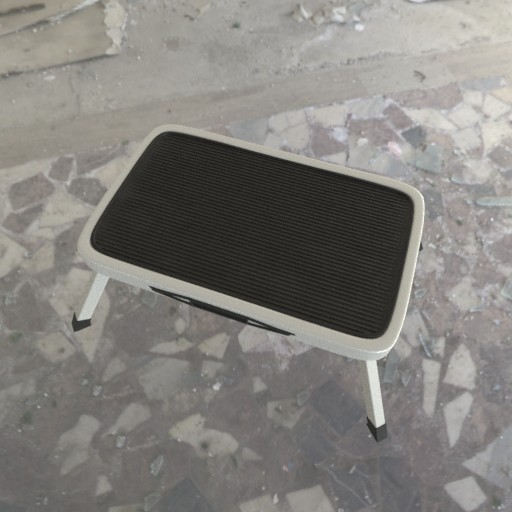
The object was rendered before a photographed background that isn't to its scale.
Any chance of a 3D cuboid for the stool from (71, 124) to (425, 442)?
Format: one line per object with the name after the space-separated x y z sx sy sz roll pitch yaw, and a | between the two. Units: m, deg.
0.000 0.000 0.604 0.460 0.170 0.320 17 60 10 | stool
